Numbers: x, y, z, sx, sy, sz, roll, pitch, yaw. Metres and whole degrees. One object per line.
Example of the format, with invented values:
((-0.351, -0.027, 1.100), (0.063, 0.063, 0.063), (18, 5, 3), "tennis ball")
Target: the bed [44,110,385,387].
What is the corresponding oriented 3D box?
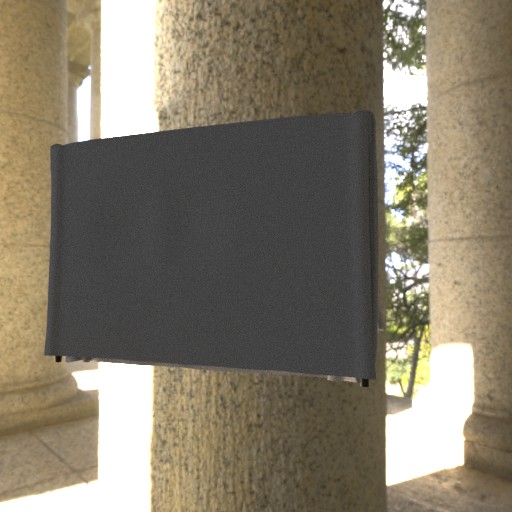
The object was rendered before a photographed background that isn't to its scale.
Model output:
((0.000, 0.000, 3.431), (1.925, 1.332, 2.276), (-1, -2, 18), "bed")
